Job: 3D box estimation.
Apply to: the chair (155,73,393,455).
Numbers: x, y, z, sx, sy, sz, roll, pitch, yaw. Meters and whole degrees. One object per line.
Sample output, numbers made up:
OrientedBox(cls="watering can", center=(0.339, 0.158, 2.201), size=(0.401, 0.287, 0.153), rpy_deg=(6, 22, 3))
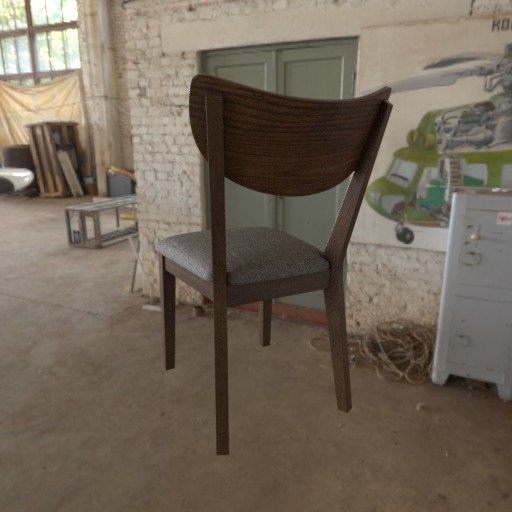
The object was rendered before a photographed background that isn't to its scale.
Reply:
OrientedBox(cls="chair", center=(0.000, 0.000, 1.206), size=(0.491, 0.849, 0.583), rpy_deg=(-8, 17, -27))
